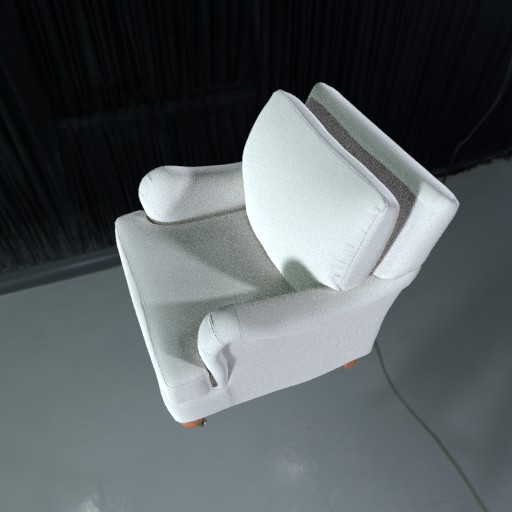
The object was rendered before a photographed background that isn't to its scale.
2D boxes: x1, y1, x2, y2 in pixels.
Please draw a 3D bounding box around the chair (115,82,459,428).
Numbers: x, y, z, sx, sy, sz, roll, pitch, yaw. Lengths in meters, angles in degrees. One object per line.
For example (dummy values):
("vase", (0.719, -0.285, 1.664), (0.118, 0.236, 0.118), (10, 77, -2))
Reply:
("chair", (0.000, 0.000, 1.879), (1.070, 1.038, 0.955), (-18, 50, -15))
